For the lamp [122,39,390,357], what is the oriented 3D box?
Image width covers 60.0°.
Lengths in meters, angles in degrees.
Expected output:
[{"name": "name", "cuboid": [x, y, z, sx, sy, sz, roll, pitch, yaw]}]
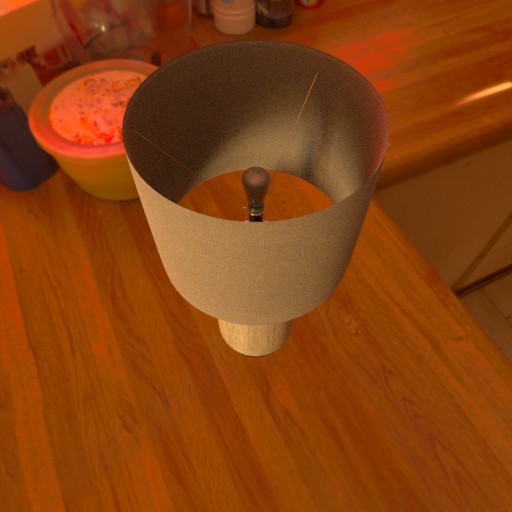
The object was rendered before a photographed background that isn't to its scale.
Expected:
[{"name": "lamp", "cuboid": [0.000, 0.000, 0.565, 0.228, 0.444, 0.228, 30, 62, 17]}]
